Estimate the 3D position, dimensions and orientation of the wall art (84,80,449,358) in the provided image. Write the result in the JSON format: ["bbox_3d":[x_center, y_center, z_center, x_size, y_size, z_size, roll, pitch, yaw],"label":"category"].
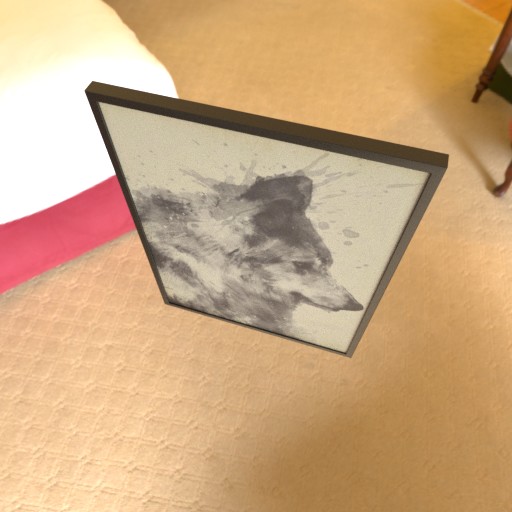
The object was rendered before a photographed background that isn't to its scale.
[{"bbox_3d":[0.000,0.000,1.393,0.804,1.061,0.039,15,58,9],"label":"wall art"}]
